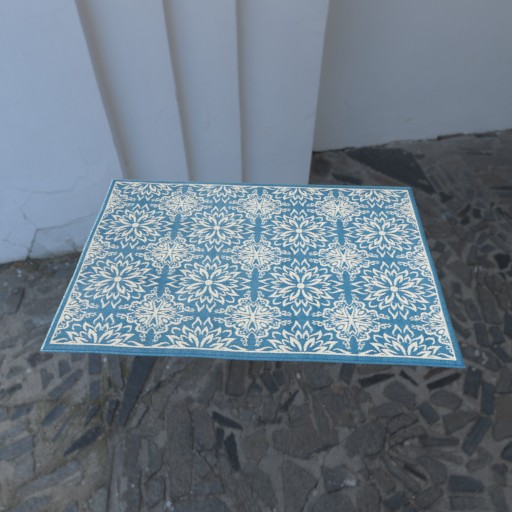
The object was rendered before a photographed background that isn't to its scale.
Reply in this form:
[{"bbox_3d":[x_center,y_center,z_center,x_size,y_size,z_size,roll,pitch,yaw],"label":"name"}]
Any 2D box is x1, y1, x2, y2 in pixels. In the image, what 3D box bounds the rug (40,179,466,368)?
[{"bbox_3d":[0.000,0.000,3.496,2.769,0.018,1.830,2,48,2],"label":"rug"}]
